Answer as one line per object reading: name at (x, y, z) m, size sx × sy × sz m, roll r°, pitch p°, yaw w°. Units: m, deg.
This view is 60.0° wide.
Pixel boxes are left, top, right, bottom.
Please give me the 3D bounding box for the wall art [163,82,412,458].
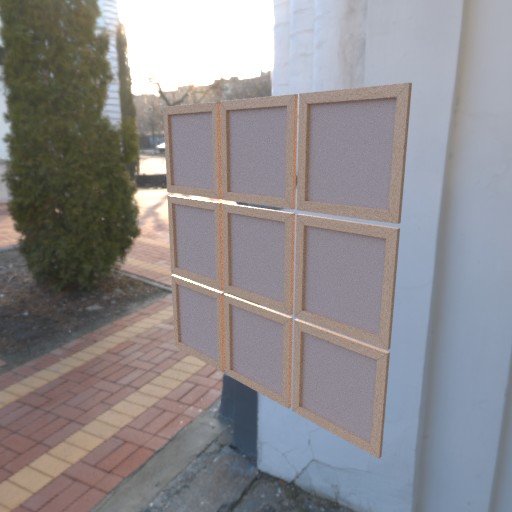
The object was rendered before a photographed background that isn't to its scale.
wall art at (0.000, 0.000, 1.791) m, size 0.016 × 1.207 × 1.217 m, roll -14°, pitch 20°, yaw -43°
